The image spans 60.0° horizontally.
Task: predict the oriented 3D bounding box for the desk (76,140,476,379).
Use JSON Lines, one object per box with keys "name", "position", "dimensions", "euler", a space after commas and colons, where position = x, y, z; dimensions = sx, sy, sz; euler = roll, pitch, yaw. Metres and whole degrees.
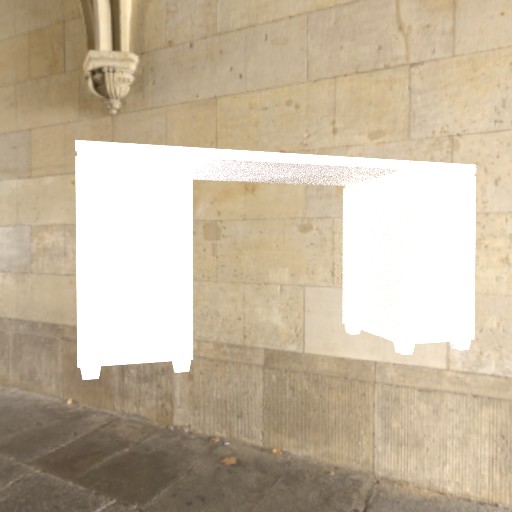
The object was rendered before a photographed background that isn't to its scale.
{"name": "desk", "position": [0.000, 0.000, 2.184], "dimensions": [1.524, 0.759, 1.199], "euler": [0, 1, -16]}
